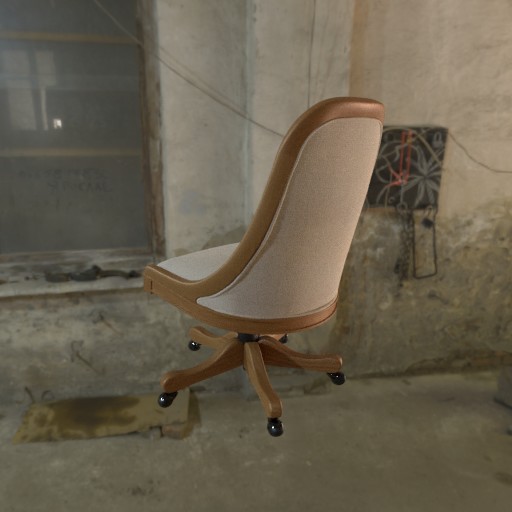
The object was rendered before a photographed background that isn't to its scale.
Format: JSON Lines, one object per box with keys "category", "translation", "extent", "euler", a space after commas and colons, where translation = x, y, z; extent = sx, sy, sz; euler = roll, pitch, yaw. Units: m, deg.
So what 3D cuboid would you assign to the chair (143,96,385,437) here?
{"category": "chair", "translation": [0.000, 0.000, 1.552], "extent": [0.811, 1.009, 0.702], "euler": [15, 22, 43]}
